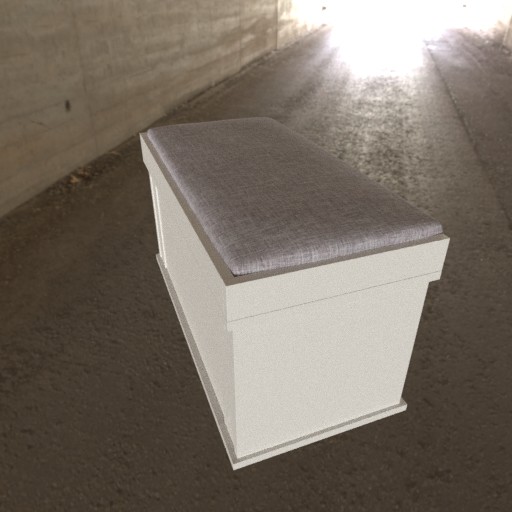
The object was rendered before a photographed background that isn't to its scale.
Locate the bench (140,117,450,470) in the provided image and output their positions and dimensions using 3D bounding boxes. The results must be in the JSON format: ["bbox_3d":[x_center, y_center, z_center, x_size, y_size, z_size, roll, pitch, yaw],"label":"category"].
[{"bbox_3d":[0.000,0.000,1.007,0.362,0.461,0.734,-11,33,-18],"label":"bench"}]
